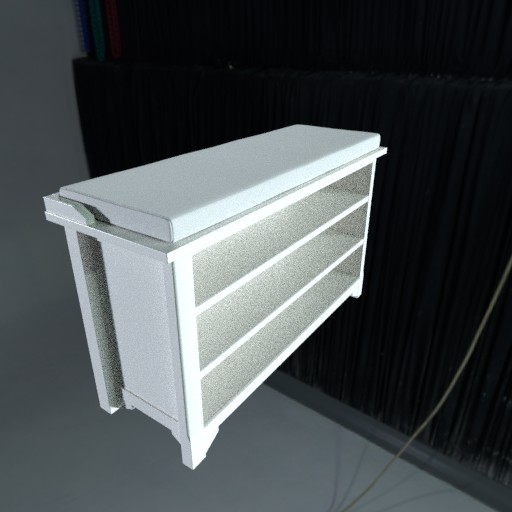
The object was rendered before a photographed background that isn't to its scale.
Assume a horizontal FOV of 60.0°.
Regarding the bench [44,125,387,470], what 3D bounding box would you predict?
[{"bbox_3d":[0.000,0.000,1.274,0.346,0.589,0.987,17,30,31],"label":"bench"}]
